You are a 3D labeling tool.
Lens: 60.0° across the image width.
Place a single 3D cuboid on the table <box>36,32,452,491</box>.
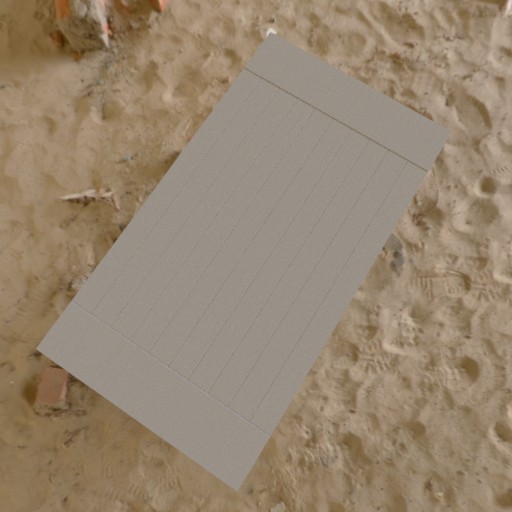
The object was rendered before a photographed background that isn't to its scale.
[{"bbox_3d":[0.000,0.000,1.379,0.600,0.495,1.062,32,79,7],"label":"table"}]
